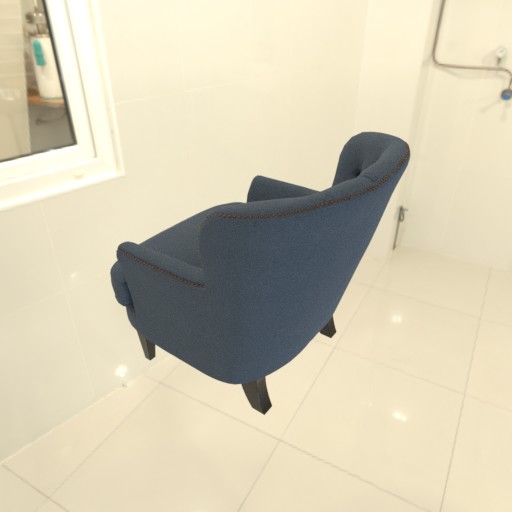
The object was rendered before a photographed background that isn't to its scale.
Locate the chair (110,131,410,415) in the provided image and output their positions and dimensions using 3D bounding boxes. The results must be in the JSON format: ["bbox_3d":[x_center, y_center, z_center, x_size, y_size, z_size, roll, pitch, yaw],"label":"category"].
[{"bbox_3d":[0.000,0.000,1.616,0.906,0.868,0.848,21,37,30],"label":"chair"}]
